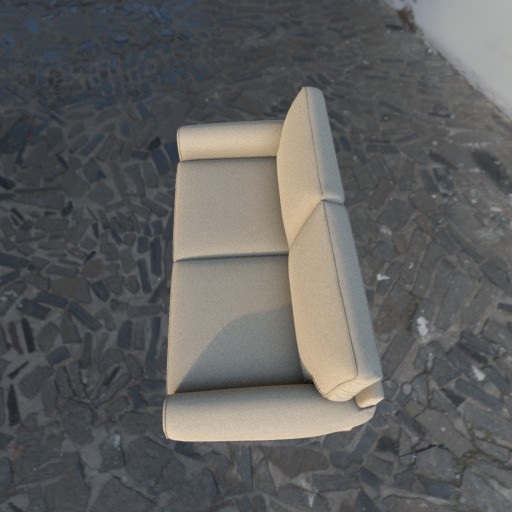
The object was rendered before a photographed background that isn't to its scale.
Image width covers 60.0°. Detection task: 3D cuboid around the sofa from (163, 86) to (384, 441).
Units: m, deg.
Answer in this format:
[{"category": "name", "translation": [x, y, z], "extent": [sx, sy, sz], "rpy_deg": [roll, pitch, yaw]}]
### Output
[{"category": "sofa", "translation": [0.000, 0.000, 2.452], "extent": [0.940, 0.952, 1.930], "rpy_deg": [-3, 58, -2]}]
